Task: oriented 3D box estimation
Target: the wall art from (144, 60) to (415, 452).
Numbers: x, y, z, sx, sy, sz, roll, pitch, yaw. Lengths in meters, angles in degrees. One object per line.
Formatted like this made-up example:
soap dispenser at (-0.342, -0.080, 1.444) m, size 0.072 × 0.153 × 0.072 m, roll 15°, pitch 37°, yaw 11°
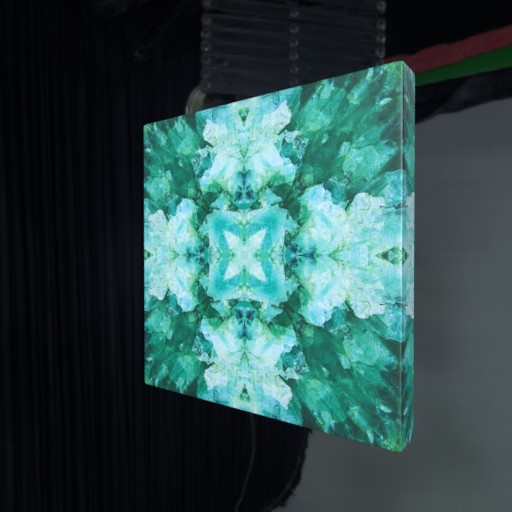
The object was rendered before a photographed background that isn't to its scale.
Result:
wall art at (0.000, 0.000, 0.458) m, size 0.313 × 0.313 × 0.033 m, roll 1°, pitch 1°, yaw 36°
